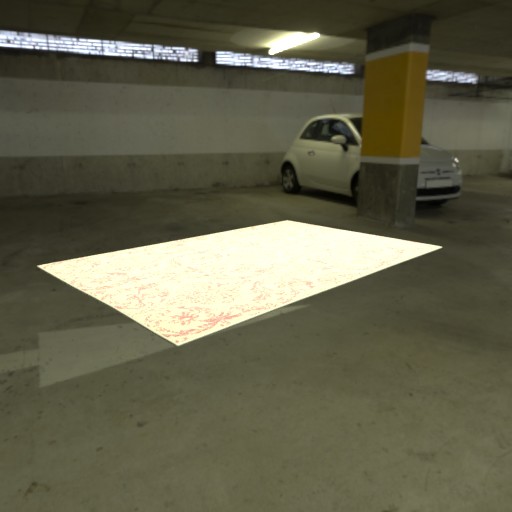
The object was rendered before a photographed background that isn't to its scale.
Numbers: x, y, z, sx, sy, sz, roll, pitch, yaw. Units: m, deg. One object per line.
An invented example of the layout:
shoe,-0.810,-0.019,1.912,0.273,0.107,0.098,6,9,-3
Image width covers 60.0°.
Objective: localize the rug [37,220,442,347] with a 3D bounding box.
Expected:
rug,0.000,0.000,3.559,2.746,0.018,1.819,-14,20,-42
